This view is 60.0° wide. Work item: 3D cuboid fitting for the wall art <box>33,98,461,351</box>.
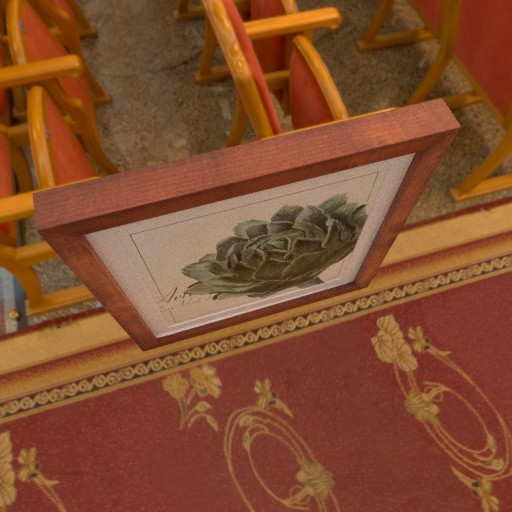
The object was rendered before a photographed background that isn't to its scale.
[{"bbox_3d":[0.000,0.000,0.567,0.386,0.385,0.038,-15,64,-7],"label":"wall art"}]
